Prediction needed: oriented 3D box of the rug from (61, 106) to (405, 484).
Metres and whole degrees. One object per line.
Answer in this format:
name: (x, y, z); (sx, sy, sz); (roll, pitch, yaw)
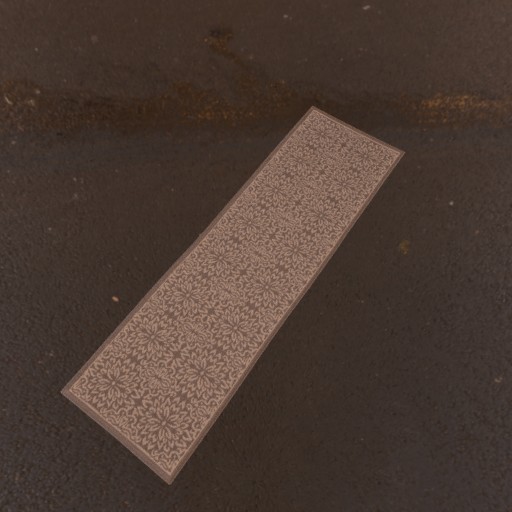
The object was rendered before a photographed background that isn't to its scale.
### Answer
rug: (0.000, 0.000, 2.367); (0.662, 0.011, 2.196); (32, 67, 15)
